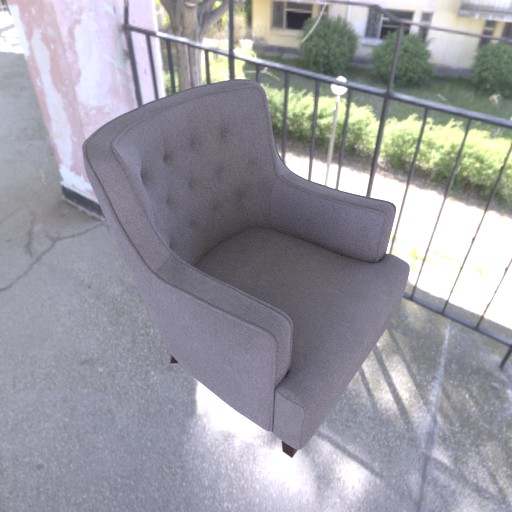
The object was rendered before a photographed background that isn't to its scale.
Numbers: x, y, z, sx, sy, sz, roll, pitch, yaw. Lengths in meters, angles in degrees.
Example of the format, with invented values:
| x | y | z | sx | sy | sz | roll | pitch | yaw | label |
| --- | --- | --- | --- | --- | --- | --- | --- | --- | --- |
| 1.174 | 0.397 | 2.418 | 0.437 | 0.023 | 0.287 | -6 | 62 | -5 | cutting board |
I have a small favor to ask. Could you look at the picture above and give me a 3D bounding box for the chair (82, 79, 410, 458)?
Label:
| x | y | z | sx | sy | sz | roll | pitch | yaw | label |
| --- | --- | --- | --- | --- | --- | --- | --- | --- | --- |
| 0.000 | 0.000 | 1.560 | 0.910 | 0.919 | 0.781 | 26 | 46 | 27 | chair |
